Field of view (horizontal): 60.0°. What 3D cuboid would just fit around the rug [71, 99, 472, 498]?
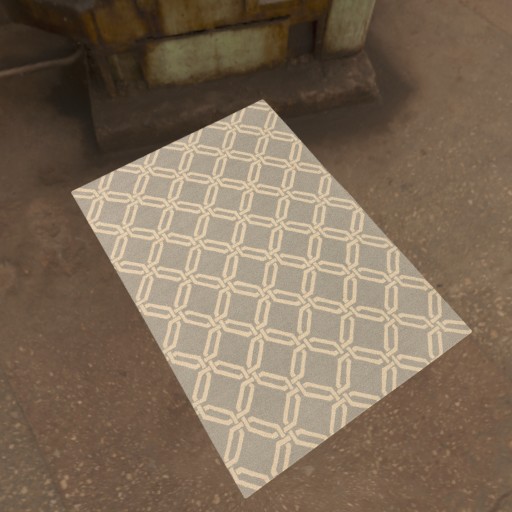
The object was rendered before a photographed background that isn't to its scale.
[{"bbox_3d":[0.000,0.000,2.708,1.522,0.013,2.133,-30,67,-14],"label":"rug"}]
